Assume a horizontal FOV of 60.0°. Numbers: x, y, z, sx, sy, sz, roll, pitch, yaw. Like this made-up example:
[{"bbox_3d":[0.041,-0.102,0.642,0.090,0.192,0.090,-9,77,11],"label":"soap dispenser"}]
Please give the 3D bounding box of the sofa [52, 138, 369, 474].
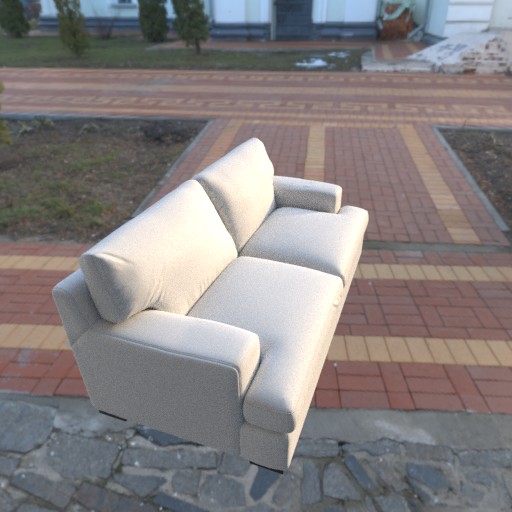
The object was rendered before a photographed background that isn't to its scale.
[{"bbox_3d":[0.000,0.000,2.800,1.143,0.940,2.261,10,31,18],"label":"sofa"}]
